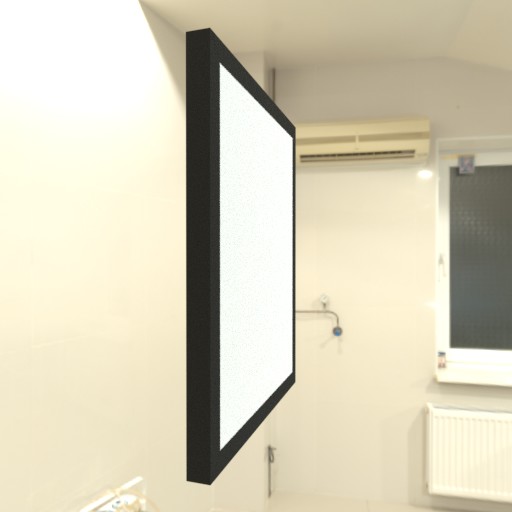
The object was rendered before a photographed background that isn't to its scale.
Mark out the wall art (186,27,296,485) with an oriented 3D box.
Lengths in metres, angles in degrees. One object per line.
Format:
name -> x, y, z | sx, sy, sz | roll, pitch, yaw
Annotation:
wall art -> 0.000, 0.000, 0.551 | 0.024, 0.404, 0.329 | 0, 1, 18
